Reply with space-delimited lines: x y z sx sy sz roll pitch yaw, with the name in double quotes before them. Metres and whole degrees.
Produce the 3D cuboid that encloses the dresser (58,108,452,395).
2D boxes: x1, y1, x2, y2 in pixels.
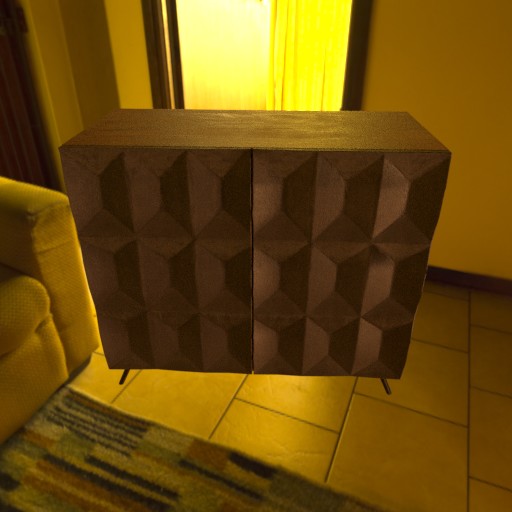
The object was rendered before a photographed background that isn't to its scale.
"dresser" 0.000 0.000 1.473 0.967 0.847 0.446 1 30 2
